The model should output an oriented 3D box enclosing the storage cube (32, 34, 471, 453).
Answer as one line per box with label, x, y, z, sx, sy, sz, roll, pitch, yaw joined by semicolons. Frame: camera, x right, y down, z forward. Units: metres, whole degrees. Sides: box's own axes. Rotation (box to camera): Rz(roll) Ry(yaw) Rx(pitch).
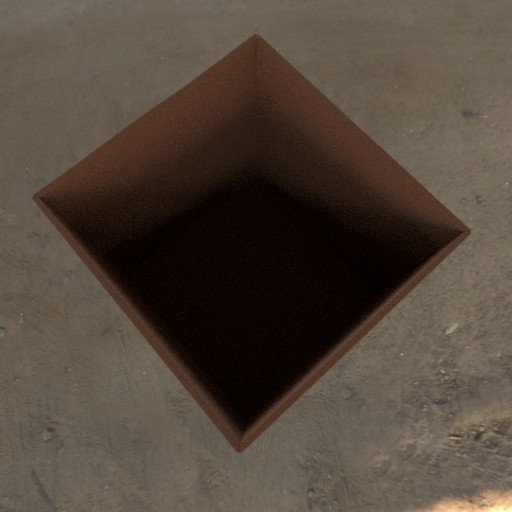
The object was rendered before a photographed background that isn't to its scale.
storage cube;0.000;0.000;0.498;0.270;0.280;0.270;-40;78;-11
